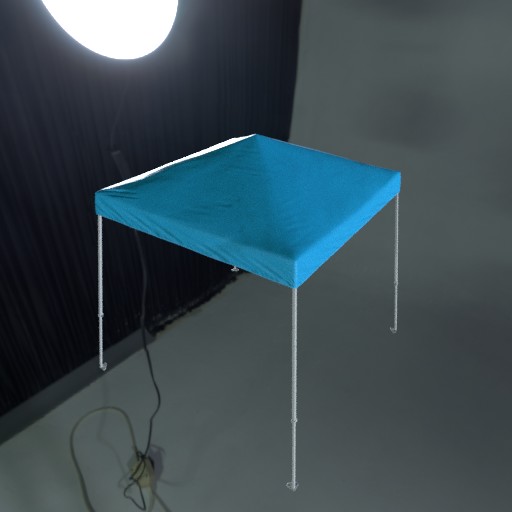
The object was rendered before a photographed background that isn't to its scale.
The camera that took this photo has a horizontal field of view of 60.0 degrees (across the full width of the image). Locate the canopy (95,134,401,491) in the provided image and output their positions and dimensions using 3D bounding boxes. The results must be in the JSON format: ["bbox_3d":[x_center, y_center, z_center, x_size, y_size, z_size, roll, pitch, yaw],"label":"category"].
[{"bbox_3d":[0.000,0.000,5.189,2.849,2.849,2.848,19,36,29],"label":"canopy"}]
